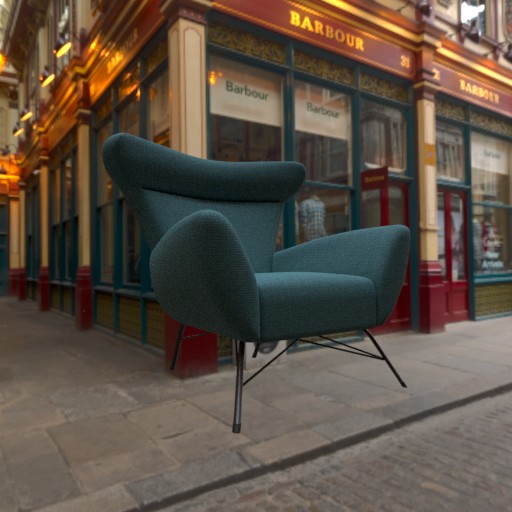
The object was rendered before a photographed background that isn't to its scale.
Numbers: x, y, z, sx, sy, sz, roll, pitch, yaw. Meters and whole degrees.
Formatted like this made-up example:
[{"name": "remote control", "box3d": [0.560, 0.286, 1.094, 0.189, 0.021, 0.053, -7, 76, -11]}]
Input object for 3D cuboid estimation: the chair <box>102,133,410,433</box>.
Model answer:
[{"name": "chair", "box3d": [0.000, 0.000, 1.800, 1.050, 0.980, 0.900, 1, -1, -36]}]
